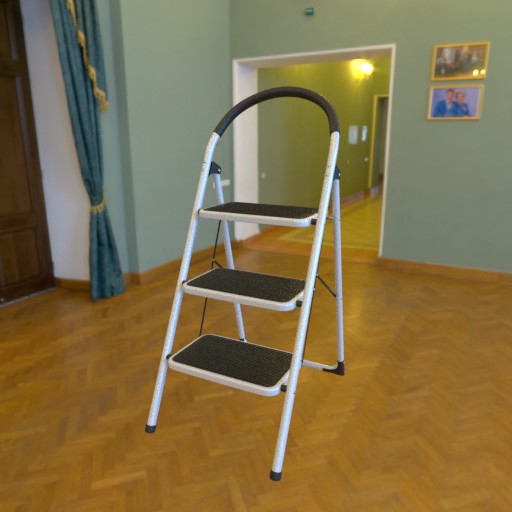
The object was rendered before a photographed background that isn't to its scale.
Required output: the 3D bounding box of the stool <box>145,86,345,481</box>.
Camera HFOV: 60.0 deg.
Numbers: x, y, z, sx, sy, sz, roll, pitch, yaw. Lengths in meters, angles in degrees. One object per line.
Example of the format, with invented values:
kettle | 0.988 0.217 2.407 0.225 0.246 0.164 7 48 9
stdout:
stool | 0.000 0.000 1.488 0.485 1.109 0.676 8 17 26
